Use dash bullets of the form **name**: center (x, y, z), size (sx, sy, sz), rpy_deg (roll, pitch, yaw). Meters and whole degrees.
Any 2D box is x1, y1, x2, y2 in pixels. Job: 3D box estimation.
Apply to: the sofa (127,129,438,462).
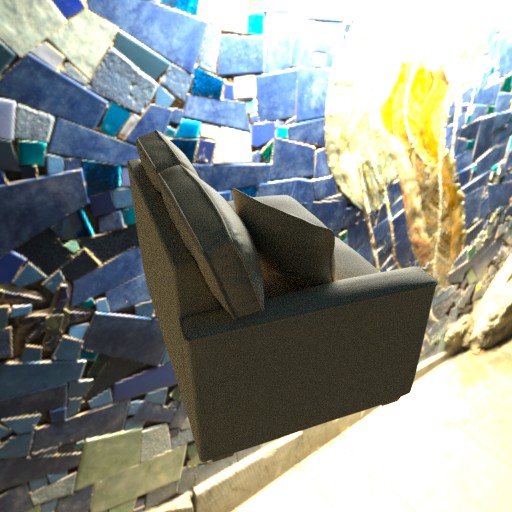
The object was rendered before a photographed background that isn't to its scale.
- **sofa**: center (0.000, 0.000, 2.149), size (0.991, 0.989, 1.388), rpy_deg (-11, 31, -18)
